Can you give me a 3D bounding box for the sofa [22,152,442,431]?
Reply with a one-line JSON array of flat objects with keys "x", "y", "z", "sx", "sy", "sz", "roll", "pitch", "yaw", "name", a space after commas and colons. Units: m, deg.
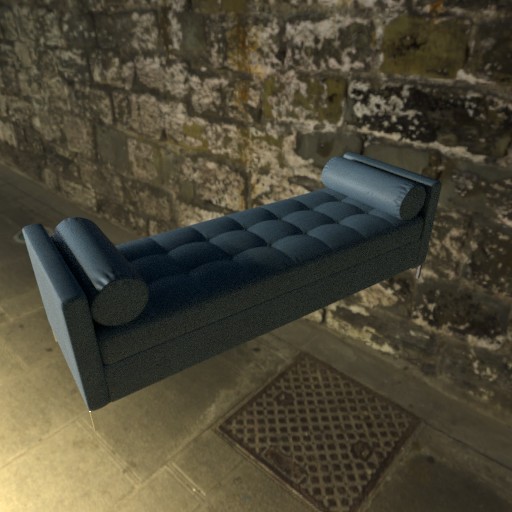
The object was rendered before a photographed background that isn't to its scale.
[{"x": 0.000, "y": 0.000, "z": 2.291, "sx": 1.981, "sy": 0.635, "sz": 0.686, "roll": -19, "pitch": 35, "yaw": -29, "name": "sofa"}]
